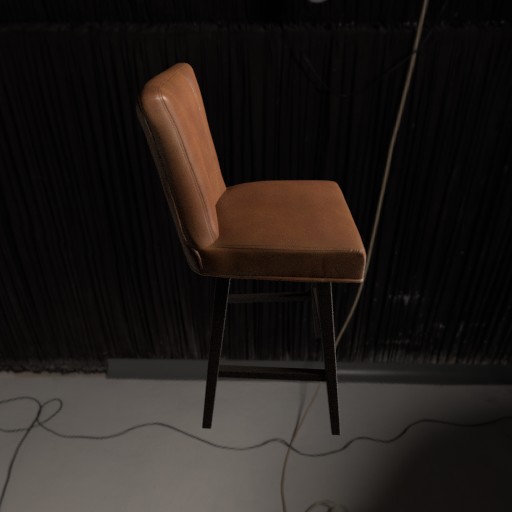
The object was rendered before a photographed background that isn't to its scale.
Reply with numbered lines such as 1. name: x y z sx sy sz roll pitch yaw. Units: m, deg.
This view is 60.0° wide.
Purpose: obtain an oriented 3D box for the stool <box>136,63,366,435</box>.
1. stool: 0.000 0.000 1.431 0.585 1.094 0.522 0 31 0
